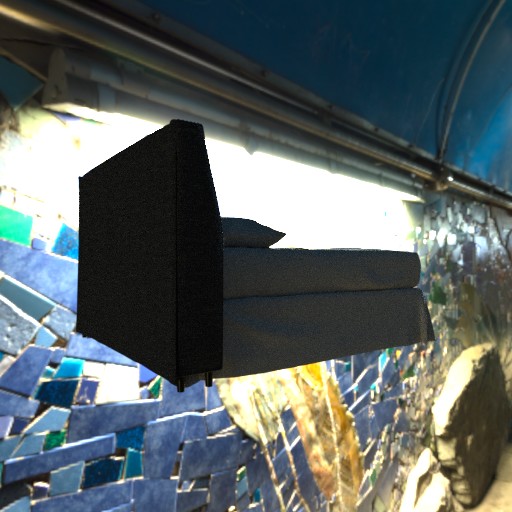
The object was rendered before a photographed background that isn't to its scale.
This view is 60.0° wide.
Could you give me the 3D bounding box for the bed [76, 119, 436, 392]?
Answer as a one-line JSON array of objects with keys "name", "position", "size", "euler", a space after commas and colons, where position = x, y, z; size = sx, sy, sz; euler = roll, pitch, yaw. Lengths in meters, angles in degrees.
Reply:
[{"name": "bed", "position": [0.000, 0.000, 3.505], "size": [2.276, 1.332, 1.925], "euler": [0, 0, -35]}]
